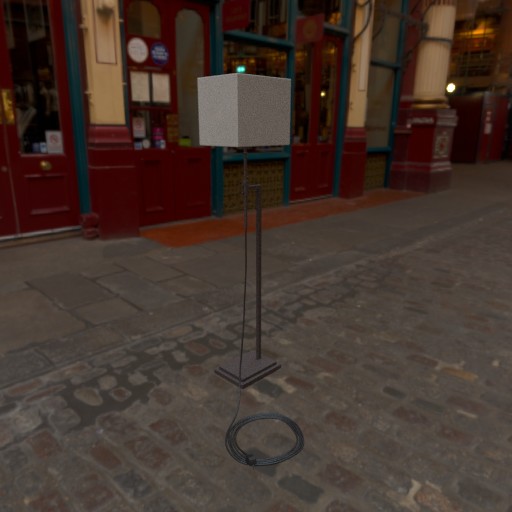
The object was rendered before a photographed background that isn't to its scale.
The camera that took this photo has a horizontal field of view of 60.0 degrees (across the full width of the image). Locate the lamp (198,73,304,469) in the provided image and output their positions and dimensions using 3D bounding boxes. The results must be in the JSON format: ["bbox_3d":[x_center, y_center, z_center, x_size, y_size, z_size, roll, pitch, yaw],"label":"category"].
[{"bbox_3d":[0.000,0.000,2.066,0.698,1.600,0.774,-16,22,-43],"label":"lamp"}]
